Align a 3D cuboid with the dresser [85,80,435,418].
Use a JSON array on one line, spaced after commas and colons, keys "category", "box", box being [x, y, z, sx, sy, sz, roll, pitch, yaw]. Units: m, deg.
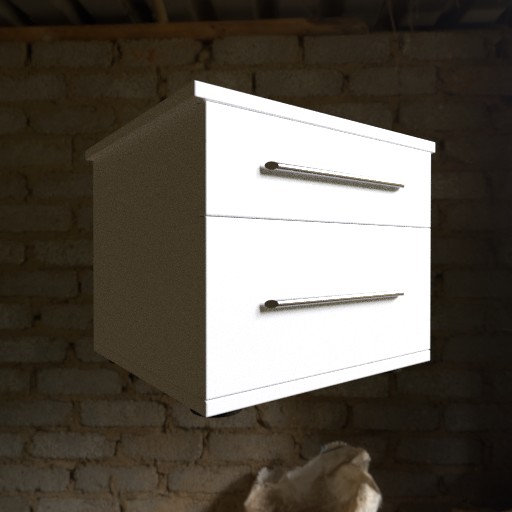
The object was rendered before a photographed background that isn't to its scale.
[{"category": "dresser", "box": [0.000, 0.000, 0.726, 0.430, 0.360, 0.400, 0, 1, -36]}]
